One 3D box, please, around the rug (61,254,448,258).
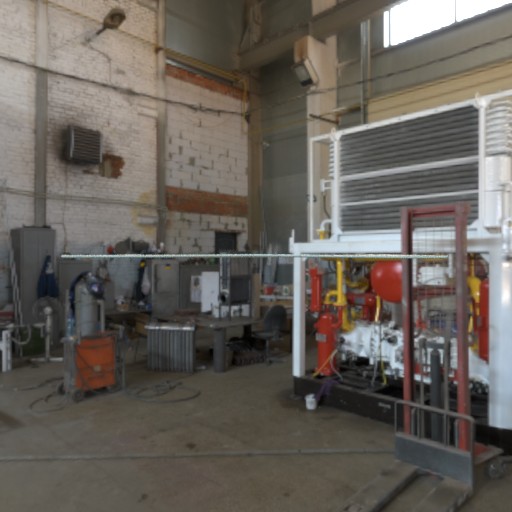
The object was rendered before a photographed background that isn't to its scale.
[{"bbox_3d":[0.000,0.000,2.961,1.611,0.026,2.260,0,0,0],"label":"rug"}]
